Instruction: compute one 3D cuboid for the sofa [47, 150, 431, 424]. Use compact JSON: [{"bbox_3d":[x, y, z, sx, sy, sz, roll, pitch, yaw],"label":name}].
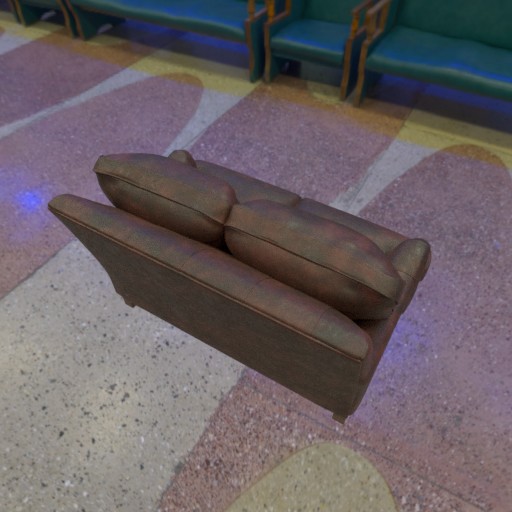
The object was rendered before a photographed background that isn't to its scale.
[{"bbox_3d":[0.000,0.000,2.361,1.628,1.070,1.148,24,52,20],"label":"sofa"}]
